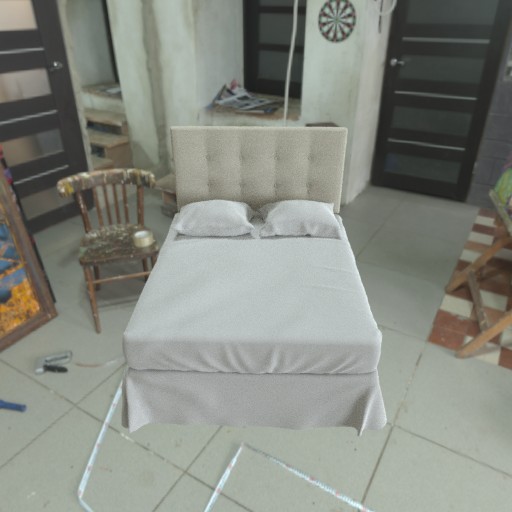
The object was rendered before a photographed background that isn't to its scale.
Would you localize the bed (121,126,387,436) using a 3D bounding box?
[{"bbox_3d":[0.000,0.000,3.587,1.936,1.577,2.222,1,30,1],"label":"bed"}]
